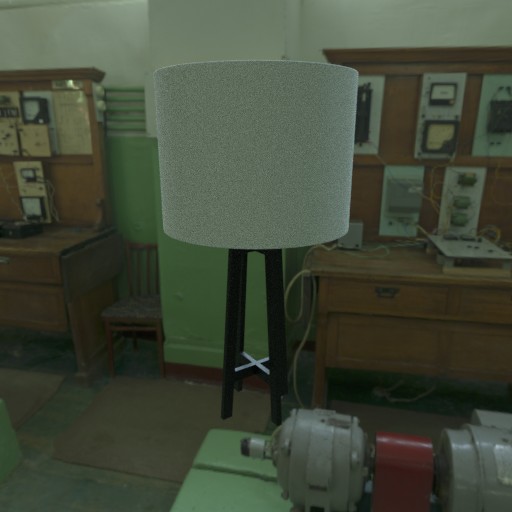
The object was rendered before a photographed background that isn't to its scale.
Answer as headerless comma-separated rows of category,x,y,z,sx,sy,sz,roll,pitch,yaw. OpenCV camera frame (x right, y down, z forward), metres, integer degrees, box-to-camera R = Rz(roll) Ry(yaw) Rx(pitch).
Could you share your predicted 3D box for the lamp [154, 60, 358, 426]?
lamp,0.000,0.000,0.635,0.257,0.489,0.257,3,16,10
